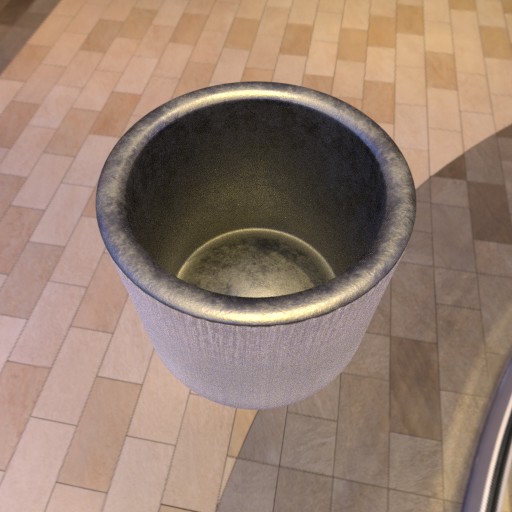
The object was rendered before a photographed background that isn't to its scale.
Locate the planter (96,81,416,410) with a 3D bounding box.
[{"bbox_3d":[0.000,0.000,0.219,0.125,0.112,0.125,0,57,0],"label":"planter"}]
